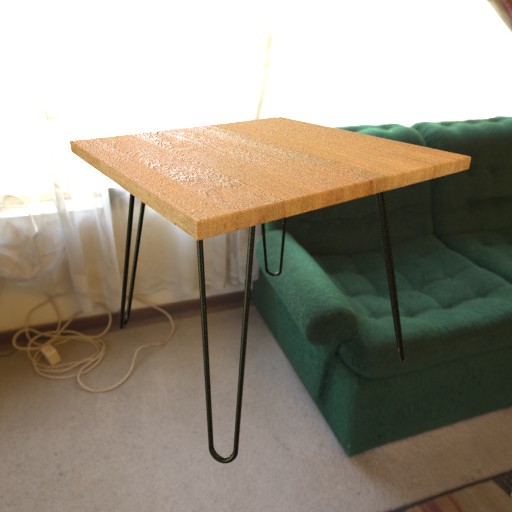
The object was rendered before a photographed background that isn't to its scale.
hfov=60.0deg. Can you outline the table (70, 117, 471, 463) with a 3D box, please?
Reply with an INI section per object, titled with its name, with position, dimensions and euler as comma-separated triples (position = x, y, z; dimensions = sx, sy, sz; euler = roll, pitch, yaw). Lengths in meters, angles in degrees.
[table]
position = 0.000, 0.000, 1.032
dimensions = 0.599, 0.500, 0.599
euler = -17, 31, -31
